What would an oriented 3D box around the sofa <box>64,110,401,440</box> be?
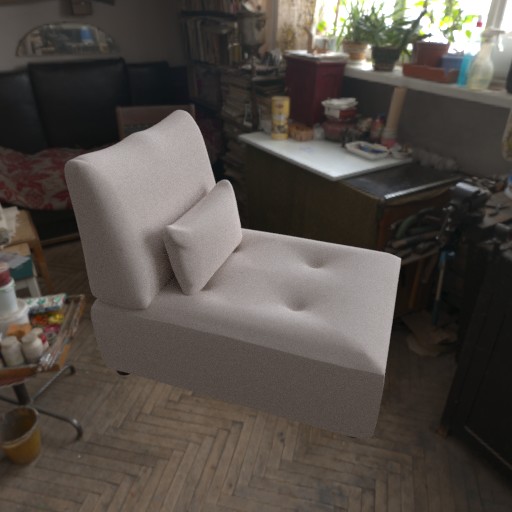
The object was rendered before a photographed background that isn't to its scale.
[{"bbox_3d":[0.000,0.000,1.589,1.000,0.820,0.700,10,32,17],"label":"sofa"}]
